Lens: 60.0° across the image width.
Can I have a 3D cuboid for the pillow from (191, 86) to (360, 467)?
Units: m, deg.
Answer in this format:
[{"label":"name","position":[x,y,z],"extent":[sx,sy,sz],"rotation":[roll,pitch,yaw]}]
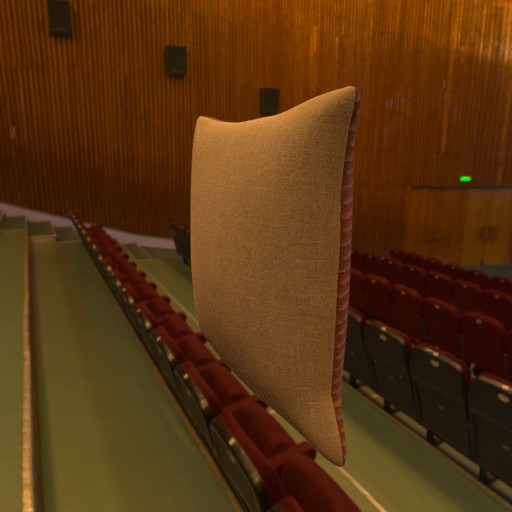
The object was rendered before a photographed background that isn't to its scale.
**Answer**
[{"label":"pillow","position":[0.000,0.000,0.778],"extent":[0.182,0.503,0.511],"rotation":[-7,15,-26]}]
